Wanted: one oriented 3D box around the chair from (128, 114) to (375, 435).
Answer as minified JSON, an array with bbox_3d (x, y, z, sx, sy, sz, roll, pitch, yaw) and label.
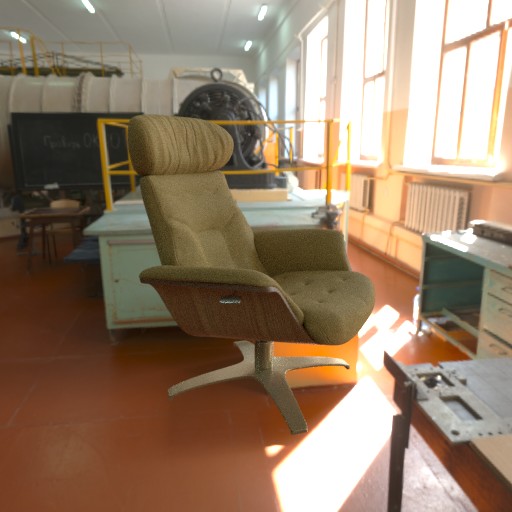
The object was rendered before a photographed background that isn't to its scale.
[{"bbox_3d":[0.000,0.000,1.613,0.837,0.995,0.785,7,15,27],"label":"chair"}]
